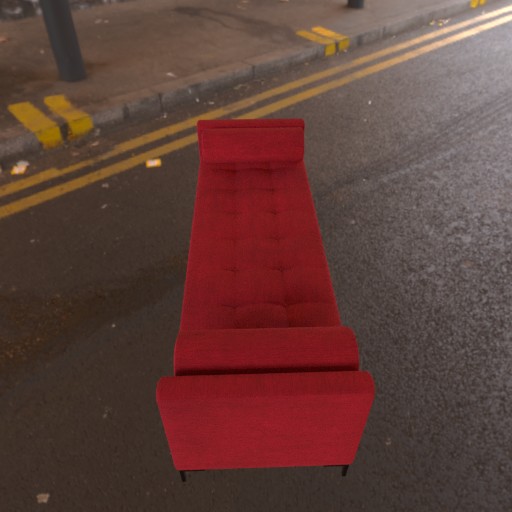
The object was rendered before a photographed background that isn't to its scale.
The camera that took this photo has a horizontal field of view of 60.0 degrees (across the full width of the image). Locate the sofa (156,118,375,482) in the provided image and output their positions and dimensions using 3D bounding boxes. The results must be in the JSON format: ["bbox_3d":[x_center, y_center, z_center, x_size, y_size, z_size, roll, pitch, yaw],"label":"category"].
[{"bbox_3d":[0.000,0.000,2.293,0.686,0.635,1.981,-1,41,-1],"label":"sofa"}]
